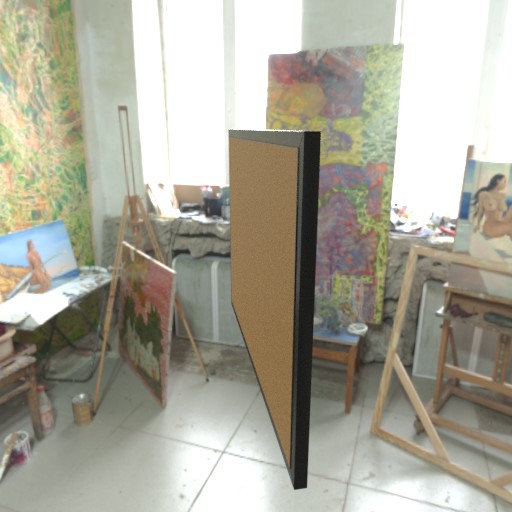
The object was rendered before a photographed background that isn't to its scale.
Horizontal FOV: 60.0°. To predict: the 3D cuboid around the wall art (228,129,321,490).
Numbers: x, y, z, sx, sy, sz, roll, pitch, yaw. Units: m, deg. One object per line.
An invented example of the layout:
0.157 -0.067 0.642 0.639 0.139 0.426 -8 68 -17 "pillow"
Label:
0.000 0.000 0.559 0.013 0.306 0.440 -3 16 -10 "wall art"
